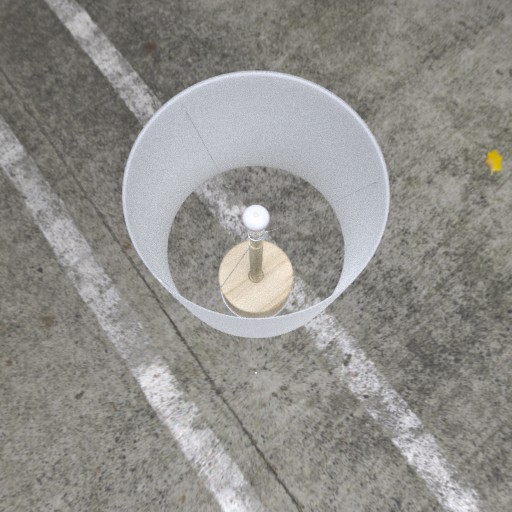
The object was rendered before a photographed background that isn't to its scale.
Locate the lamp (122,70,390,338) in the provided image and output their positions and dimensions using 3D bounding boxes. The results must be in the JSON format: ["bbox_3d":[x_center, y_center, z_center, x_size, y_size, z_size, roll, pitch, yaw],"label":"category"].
[{"bbox_3d":[0.000,0.000,0.603,0.229,0.470,0.229,-36,78,-9],"label":"lamp"}]
